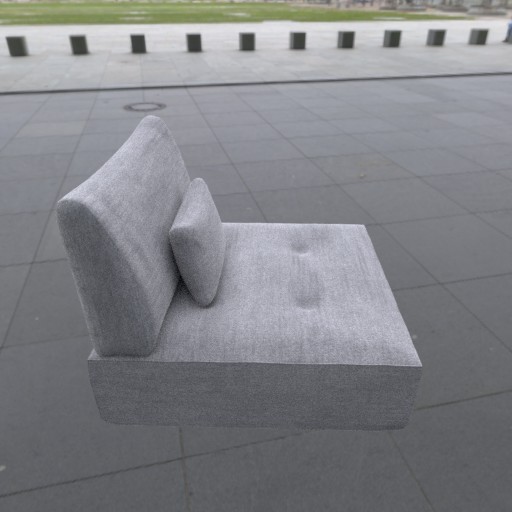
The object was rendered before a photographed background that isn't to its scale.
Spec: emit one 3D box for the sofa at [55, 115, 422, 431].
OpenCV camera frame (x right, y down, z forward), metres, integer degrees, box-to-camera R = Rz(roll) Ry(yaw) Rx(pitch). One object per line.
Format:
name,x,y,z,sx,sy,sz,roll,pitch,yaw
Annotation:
sofa,0.000,0.000,1.647,1.000,0.820,0.930,1,30,1
